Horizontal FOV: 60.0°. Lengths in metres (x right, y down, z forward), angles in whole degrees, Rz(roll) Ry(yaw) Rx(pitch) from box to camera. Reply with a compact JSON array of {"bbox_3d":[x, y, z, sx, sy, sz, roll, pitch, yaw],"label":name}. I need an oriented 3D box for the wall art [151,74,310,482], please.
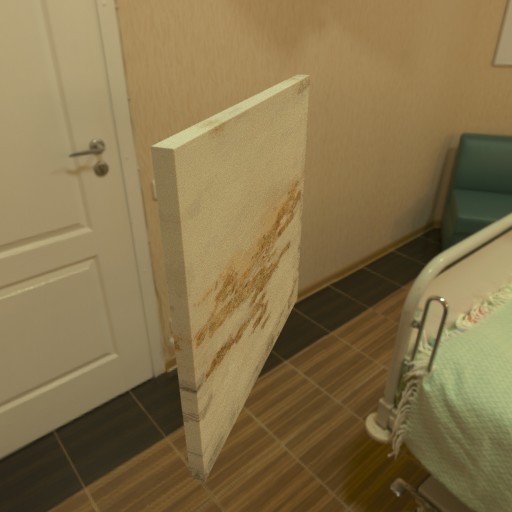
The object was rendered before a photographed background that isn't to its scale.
[{"bbox_3d":[0.000,0.000,1.112,0.038,0.755,0.753,11,32,18],"label":"wall art"}]
